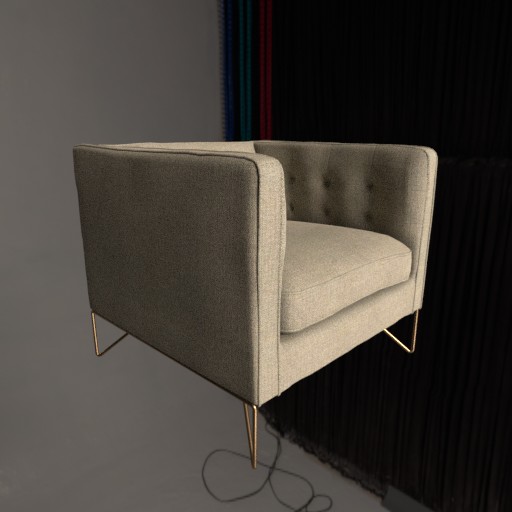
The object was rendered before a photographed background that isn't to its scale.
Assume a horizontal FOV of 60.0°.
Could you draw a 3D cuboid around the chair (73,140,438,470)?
[{"bbox_3d":[0.000,0.000,1.621,0.912,0.799,0.920,15,22,42],"label":"chair"}]
